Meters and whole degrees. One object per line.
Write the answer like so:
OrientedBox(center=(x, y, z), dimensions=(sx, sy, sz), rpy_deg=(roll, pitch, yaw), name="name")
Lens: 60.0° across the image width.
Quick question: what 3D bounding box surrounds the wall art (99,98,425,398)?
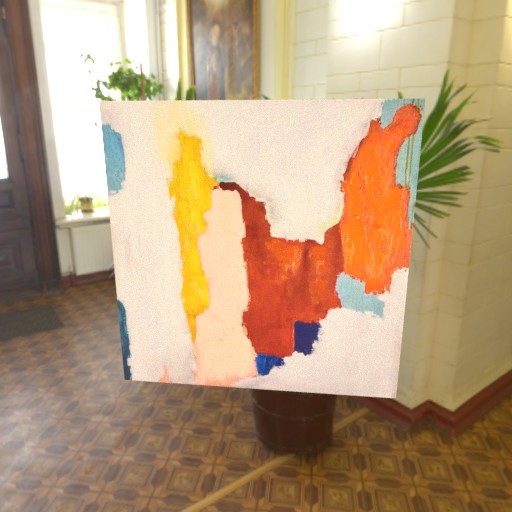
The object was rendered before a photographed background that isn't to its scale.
OrientedBox(center=(0.000, 0.000, 1.225), dimensions=(0.814, 0.814, 0.037), rpy_deg=(2, 16, 7), name="wall art")
